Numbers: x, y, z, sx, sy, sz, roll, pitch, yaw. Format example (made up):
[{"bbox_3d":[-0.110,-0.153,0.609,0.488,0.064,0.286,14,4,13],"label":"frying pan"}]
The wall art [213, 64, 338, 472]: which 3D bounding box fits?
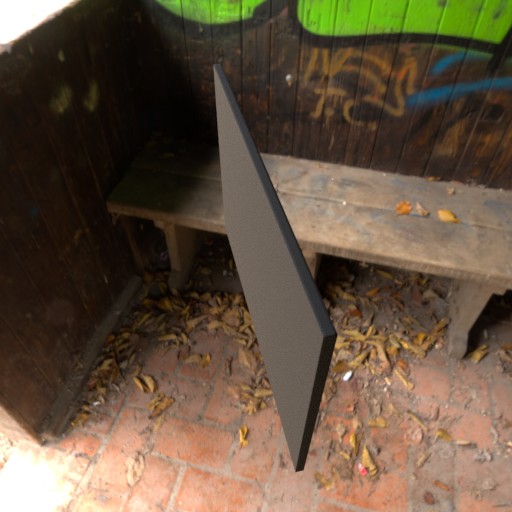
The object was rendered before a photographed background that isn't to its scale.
[{"bbox_3d":[0.000,0.000,1.234,0.026,0.656,0.958,-10,48,-9],"label":"wall art"}]
